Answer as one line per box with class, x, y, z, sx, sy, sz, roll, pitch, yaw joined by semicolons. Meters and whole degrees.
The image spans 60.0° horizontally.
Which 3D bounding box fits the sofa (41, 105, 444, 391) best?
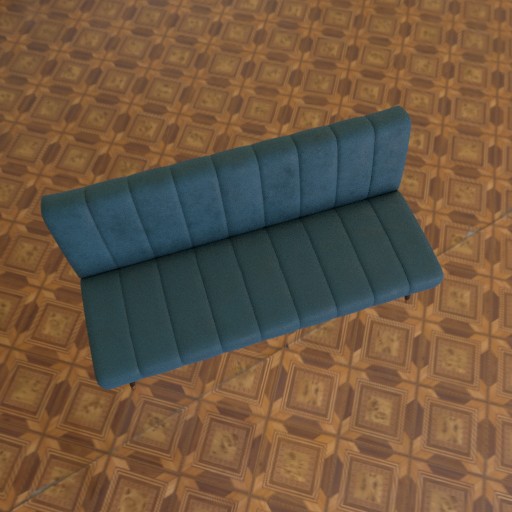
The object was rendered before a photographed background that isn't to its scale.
sofa;0.000;0.000;2.305;1.810;0.825;0.830;-16;66;-7
